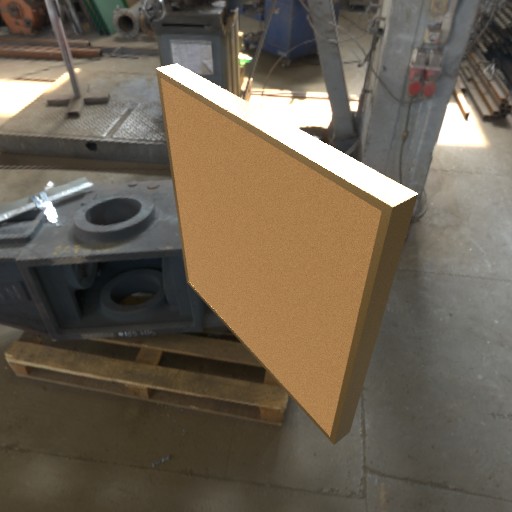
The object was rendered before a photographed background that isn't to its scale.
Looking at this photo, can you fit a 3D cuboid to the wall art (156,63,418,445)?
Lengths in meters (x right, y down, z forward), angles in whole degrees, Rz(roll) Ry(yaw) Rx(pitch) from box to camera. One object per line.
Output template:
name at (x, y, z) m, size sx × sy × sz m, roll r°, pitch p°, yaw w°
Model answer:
wall art at (0.000, 0.000, 0.774) m, size 0.040 × 0.509 × 0.509 m, roll -26°, pitch 48°, yaw -27°
